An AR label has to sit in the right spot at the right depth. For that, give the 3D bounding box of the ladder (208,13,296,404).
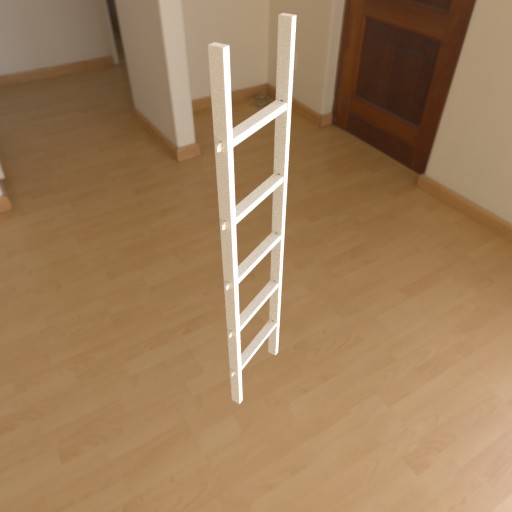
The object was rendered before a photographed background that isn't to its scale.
[{"bbox_3d":[0.000,0.000,1.905,0.051,1.797,0.452,23,47,24],"label":"ladder"}]
